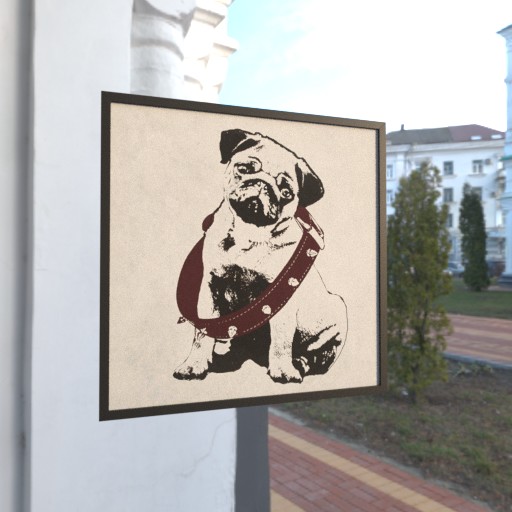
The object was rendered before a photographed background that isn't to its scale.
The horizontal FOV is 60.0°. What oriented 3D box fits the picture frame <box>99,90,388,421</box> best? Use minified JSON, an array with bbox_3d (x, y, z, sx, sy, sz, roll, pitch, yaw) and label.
[{"bbox_3d":[0.000,0.000,1.168,0.775,0.775,0.032,0,-1,-17],"label":"picture frame"}]
